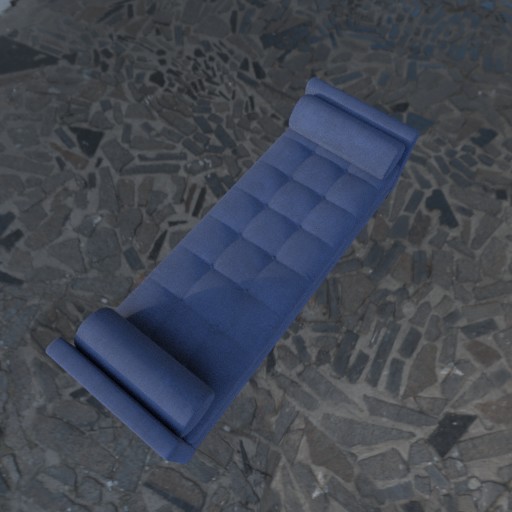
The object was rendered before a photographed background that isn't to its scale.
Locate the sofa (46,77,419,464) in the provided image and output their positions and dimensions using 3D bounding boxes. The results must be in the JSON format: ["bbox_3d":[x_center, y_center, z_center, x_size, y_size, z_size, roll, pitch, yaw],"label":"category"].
[{"bbox_3d":[0.000,0.000,2.336,0.686,0.635,1.981,34,68,16],"label":"sofa"}]
